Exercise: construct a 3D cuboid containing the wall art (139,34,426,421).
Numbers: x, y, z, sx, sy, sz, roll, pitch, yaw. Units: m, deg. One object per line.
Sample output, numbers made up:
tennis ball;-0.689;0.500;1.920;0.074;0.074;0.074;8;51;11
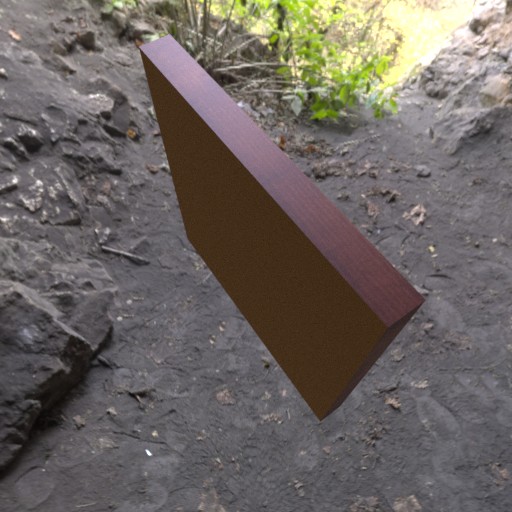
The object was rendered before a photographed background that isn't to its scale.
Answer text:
wall art;0.000;0.000;0.568;0.038;0.385;0.386;-31;65;-16
